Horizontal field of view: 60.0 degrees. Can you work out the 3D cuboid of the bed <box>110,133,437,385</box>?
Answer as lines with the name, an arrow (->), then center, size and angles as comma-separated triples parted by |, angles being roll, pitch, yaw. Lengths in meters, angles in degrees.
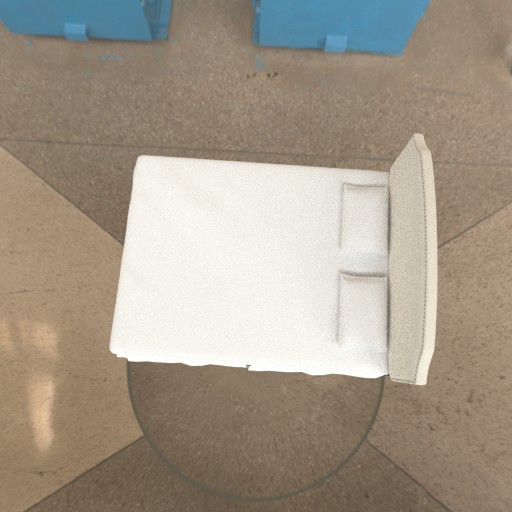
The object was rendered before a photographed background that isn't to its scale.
bed -> 0.000, 0.000, 3.054 | 1.999, 1.270, 1.558 | 4, 77, 1
